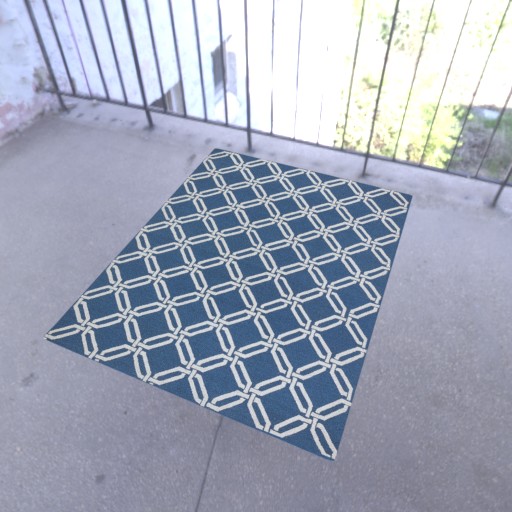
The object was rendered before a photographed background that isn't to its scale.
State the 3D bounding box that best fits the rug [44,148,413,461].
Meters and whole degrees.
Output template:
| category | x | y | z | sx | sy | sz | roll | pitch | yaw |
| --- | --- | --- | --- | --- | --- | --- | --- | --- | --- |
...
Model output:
| category | x | y | z | sx | sy | sz | roll | pitch | yaw |
| --- | --- | --- | --- | --- | --- | --- | --- | --- | --- |
| rug | 0.000 | 0.000 | 3.939 | 2.277 | 0.020 | 2.867 | 17 | 48 | 16 |
